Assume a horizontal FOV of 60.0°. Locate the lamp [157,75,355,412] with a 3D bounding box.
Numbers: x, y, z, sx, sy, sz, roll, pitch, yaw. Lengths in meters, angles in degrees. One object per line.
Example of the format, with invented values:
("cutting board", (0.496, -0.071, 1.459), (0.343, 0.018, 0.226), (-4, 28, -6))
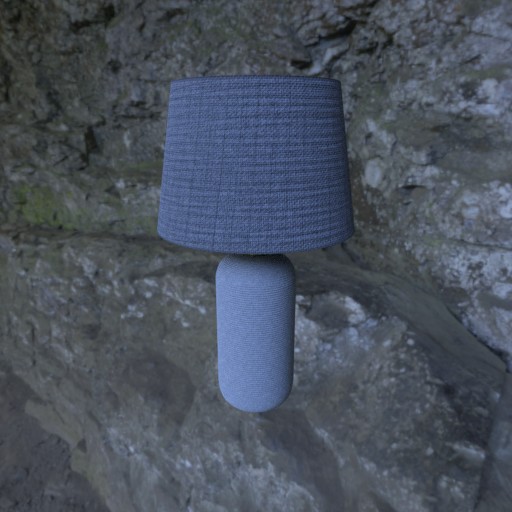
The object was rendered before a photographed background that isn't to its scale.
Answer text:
("lamp", (0.000, 0.000, 0.588), (0.251, 0.429, 0.251), (0, 17, 0))
